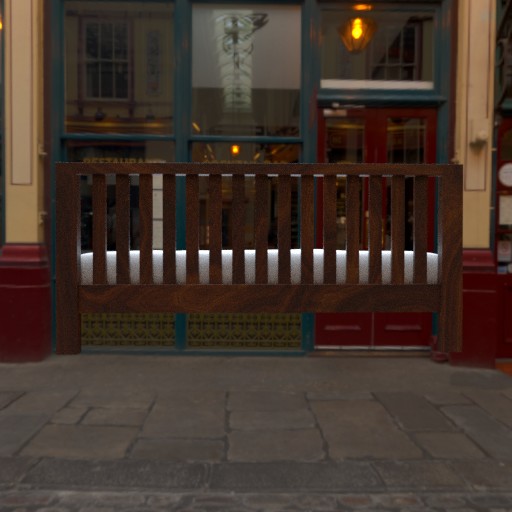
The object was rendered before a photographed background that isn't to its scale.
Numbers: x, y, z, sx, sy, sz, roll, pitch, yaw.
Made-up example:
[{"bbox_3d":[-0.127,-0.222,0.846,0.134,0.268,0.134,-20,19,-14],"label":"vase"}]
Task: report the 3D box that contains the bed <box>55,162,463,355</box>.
[{"bbox_3d":[0.000,0.000,3.088,1.905,0.890,2.030,0,1,-1],"label":"bed"}]
